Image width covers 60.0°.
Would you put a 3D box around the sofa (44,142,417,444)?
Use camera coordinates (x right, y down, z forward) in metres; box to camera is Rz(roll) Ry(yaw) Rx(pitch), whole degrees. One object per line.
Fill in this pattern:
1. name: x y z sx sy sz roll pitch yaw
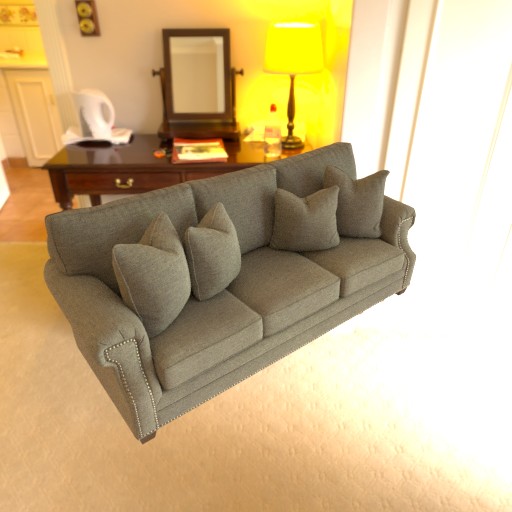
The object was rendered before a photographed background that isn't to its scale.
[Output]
1. sofa: 0.000 0.000 2.775 2.312 0.975 0.965 -21 36 -32
